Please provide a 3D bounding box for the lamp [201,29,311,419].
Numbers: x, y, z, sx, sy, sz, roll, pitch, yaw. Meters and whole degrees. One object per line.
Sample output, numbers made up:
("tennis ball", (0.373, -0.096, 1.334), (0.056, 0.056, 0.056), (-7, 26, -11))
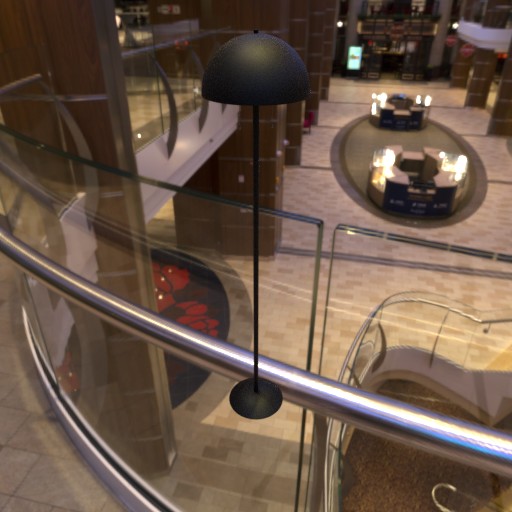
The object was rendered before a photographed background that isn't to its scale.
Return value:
("lamp", (0.000, 0.000, 1.624), (0.328, 1.480, 0.328), (-18, 35, -28))
